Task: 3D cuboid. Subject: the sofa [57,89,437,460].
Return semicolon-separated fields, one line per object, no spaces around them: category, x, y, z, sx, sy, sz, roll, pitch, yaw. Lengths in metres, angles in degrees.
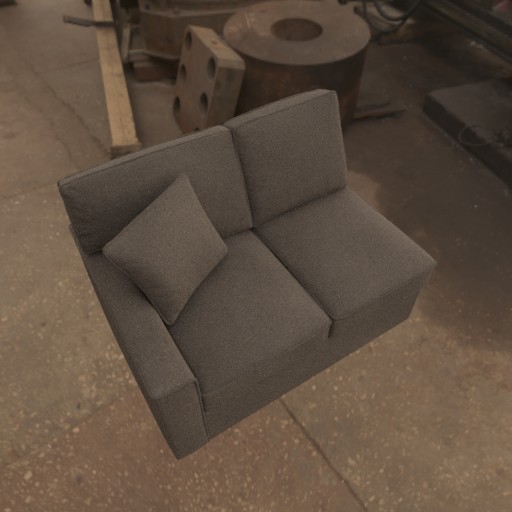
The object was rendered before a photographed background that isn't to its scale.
sofa;0.000;0.000;2.043;1.388;0.989;0.991;-25;52;-22
